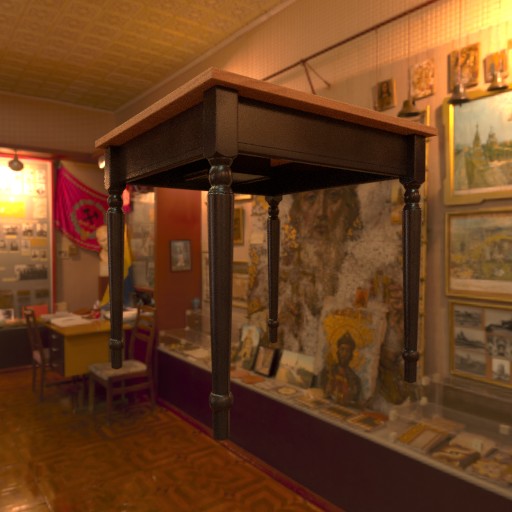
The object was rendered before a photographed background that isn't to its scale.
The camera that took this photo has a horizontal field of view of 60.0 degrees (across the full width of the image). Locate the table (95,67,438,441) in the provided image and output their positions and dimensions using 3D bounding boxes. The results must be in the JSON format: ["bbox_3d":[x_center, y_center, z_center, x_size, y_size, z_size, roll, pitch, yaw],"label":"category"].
[{"bbox_3d":[0.000,0.000,1.362,0.747,0.738,0.747,-1,2,-36],"label":"table"}]
